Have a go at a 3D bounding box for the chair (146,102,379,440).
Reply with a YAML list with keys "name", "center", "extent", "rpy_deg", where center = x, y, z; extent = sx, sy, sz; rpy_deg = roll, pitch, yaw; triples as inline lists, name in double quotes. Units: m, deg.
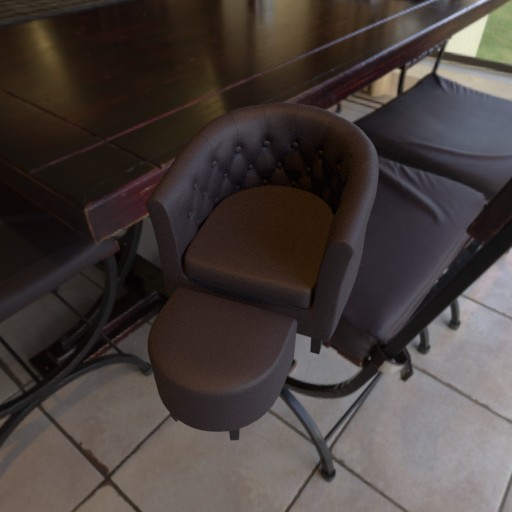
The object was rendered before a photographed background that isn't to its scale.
- name: "chair"
  center: [0.000, 0.000, 1.693]
  extent: [0.763, 0.760, 1.191]
  rpy_deg: [14, 43, 15]
